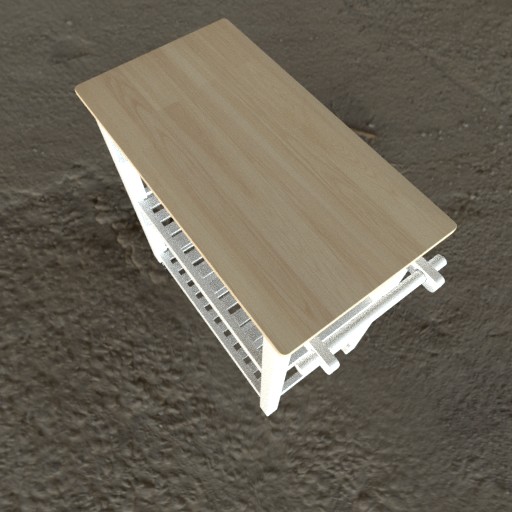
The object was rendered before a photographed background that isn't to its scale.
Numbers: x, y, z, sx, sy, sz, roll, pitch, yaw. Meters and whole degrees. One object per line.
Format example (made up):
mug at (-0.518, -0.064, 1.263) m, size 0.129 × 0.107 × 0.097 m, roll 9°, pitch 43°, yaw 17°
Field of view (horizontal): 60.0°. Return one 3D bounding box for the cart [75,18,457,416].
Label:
cart at (0.000, 0.000, 1.394) m, size 0.457 × 0.927 × 0.899 m, roll -33°, pitch 67°, yaw -16°
